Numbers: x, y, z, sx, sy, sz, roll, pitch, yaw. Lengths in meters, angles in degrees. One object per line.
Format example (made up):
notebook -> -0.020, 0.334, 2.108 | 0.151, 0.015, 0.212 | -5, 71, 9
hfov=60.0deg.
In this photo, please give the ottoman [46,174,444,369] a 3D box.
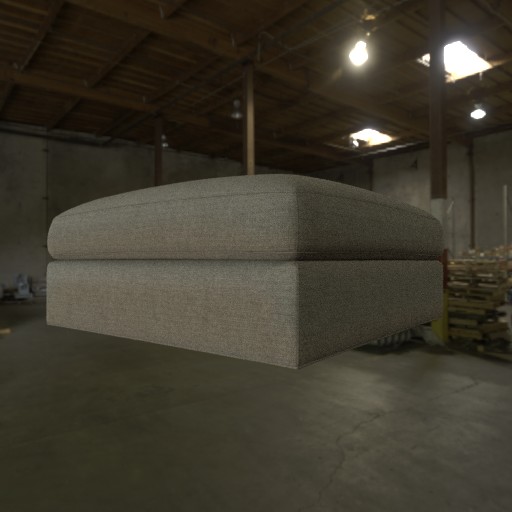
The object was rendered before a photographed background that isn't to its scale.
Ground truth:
ottoman -> 0.000, 0.000, 1.599 | 1.041, 0.470, 1.041 | 0, -1, 38
